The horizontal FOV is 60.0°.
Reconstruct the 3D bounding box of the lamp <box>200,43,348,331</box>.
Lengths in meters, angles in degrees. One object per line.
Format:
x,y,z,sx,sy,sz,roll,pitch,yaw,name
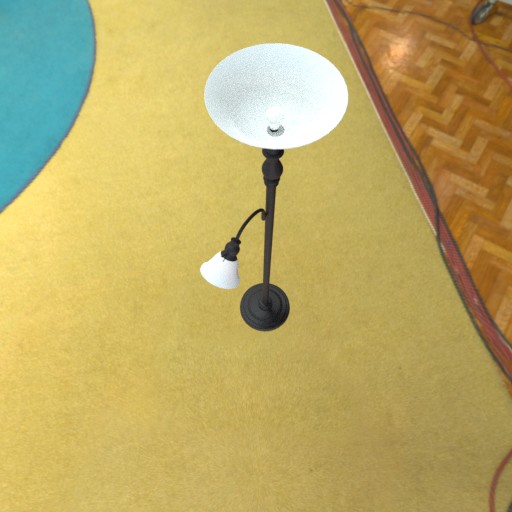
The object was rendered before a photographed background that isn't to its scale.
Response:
0.000,0.000,2.022,0.405,1.793,0.588,36,69,16,lamp
